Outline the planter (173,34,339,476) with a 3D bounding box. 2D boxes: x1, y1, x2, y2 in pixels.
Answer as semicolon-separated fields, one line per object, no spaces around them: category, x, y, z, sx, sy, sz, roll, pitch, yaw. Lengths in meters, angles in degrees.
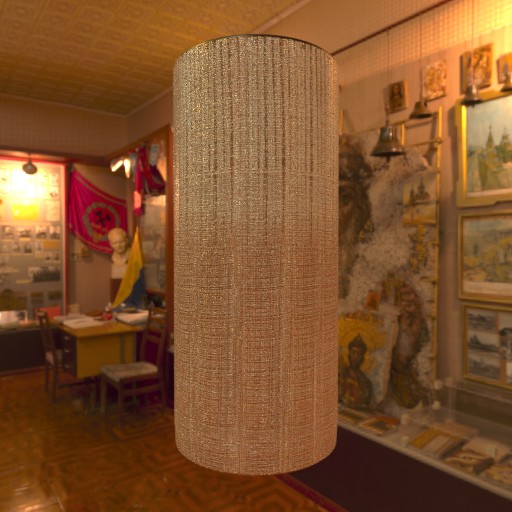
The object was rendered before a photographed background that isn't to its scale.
planter;0.000;0.000;0.275;0.100;0.227;0.100;-1;1;-35
